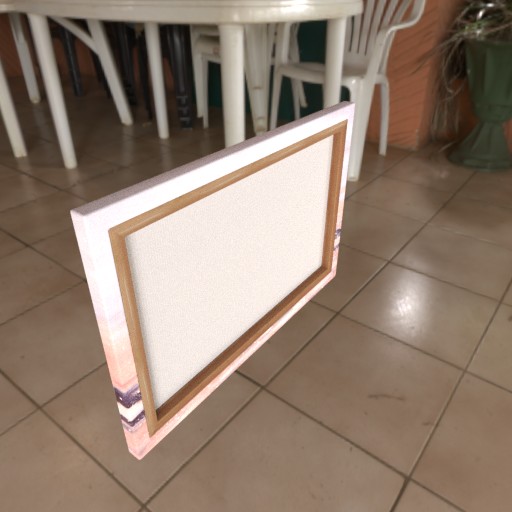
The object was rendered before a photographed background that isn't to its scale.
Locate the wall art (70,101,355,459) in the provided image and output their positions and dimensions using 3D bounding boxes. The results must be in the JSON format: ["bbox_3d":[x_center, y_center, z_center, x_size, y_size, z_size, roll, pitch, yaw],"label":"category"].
[{"bbox_3d":[0.000,0.000,1.147,0.038,0.609,0.913,22,38,31],"label":"wall art"}]
